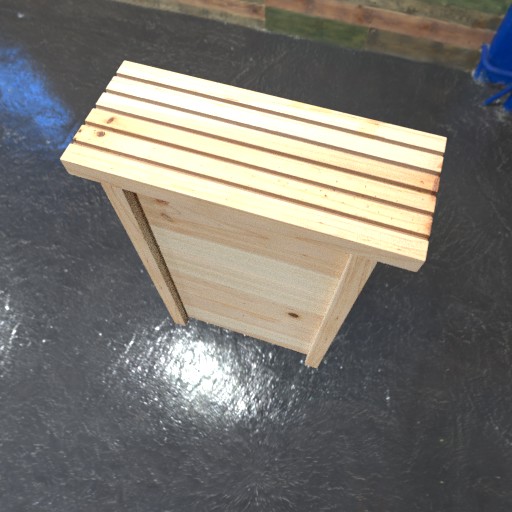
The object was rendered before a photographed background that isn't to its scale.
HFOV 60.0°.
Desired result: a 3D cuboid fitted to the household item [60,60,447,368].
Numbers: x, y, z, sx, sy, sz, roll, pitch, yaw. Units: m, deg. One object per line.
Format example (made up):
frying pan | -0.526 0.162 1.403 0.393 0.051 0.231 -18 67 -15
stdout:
household item | 0.000 0.000 0.552 0.301 0.407 0.123 16 65 8
